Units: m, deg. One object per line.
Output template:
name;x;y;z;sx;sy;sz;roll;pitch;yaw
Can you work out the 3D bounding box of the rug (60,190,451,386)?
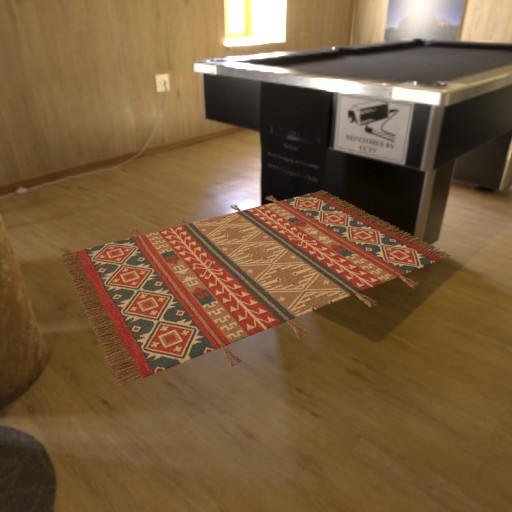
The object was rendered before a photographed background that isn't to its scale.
rug;0.000;0.000;2.651;2.025;0.040;1.469;-17;34;-27
